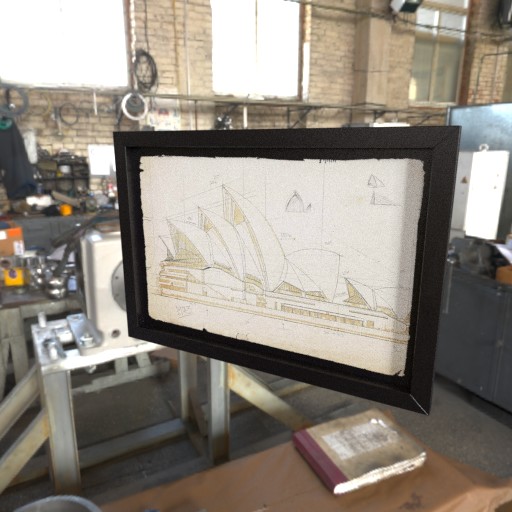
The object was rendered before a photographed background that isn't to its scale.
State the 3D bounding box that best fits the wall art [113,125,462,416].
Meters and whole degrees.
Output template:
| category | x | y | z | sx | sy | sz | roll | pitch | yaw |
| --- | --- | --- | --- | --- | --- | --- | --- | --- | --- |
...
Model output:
| category | x | y | z | sx | sy | sz | roll | pitch | yaw |
| --- | --- | --- | --- | --- | --- | --- | --- | --- | --- |
| wall art | 0.000 | 0.000 | 0.832 | 0.657 | 0.458 | 0.027 | 7 | 16 | 27 |
